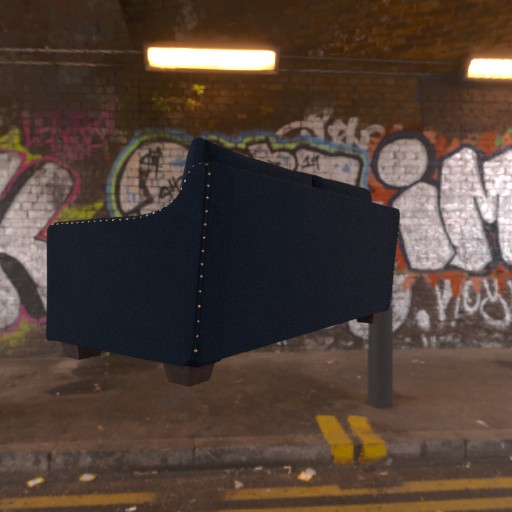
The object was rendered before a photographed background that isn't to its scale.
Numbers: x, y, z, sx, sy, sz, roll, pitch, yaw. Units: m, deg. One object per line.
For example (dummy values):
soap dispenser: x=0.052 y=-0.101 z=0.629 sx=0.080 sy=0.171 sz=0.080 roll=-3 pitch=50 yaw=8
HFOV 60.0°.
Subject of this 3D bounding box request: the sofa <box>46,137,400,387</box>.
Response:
sofa: x=0.000 y=0.000 z=2.718 sx=1.104 sy=0.983 sz=2.107 roll=0 pitch=0 yaw=36
